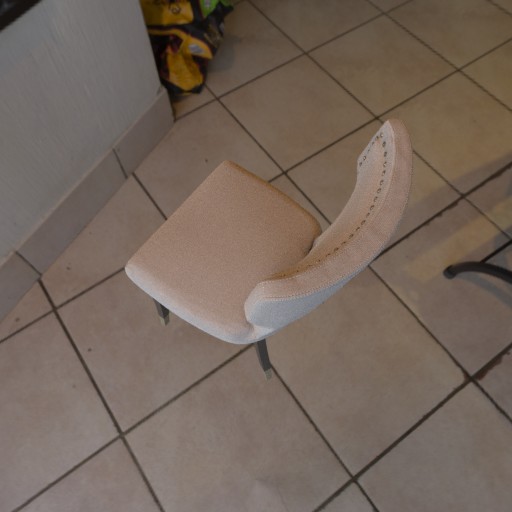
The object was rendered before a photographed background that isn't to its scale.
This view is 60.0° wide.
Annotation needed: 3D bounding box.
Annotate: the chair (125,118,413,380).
[{"bbox_3d":[0.000,0.000,1.313,0.630,0.950,0.526,33,68,15],"label":"chair"}]
